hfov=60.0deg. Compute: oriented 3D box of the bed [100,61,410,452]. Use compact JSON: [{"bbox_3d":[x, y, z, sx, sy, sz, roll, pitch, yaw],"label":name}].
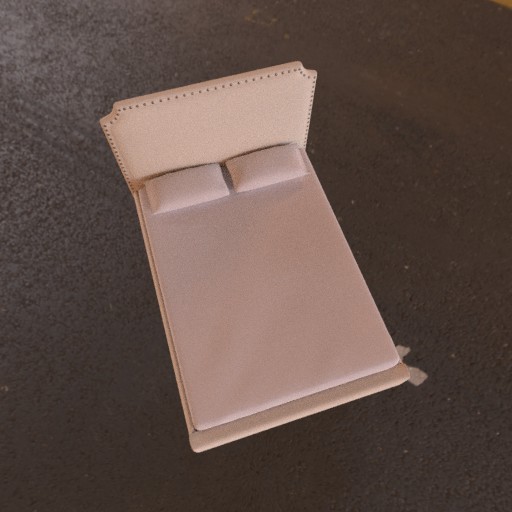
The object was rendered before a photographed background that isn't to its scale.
[{"bbox_3d":[0.000,0.000,3.443,1.712,1.443,2.372,-16,65,-8],"label":"bed"}]
